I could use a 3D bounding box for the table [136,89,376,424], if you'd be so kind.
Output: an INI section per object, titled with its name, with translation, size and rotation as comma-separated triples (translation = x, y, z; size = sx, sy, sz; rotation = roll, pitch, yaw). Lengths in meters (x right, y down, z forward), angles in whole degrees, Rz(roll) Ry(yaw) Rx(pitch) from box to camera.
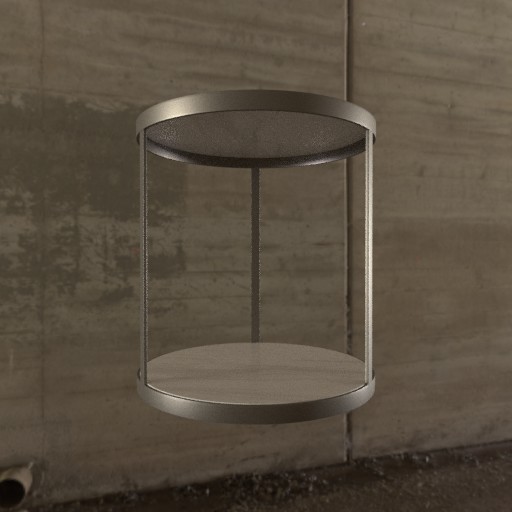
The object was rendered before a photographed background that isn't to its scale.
[table]
translation = 0.000, 0.000, 0.854
size = 0.445, 0.479, 0.445
rotation = 0, 1, 0
